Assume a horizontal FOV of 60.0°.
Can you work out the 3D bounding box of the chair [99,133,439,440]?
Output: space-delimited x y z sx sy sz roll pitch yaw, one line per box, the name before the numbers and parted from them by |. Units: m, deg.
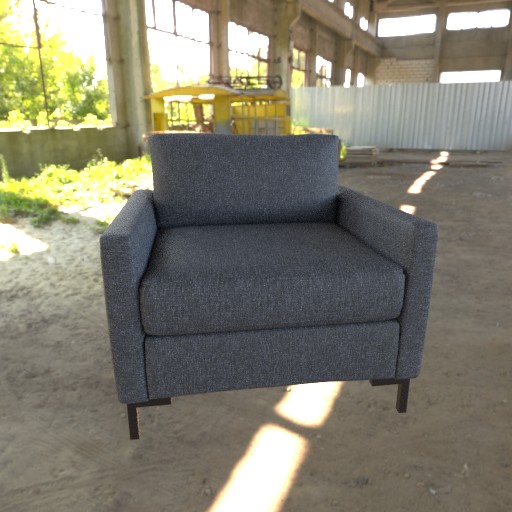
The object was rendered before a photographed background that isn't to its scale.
chair | 0.000 0.000 1.630 0.963 0.861 0.866 -3 17 -8
